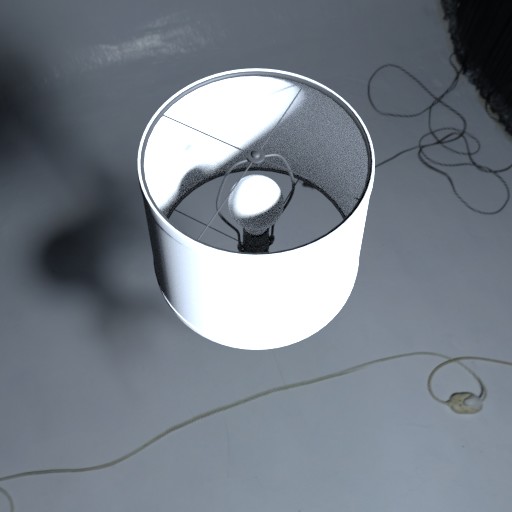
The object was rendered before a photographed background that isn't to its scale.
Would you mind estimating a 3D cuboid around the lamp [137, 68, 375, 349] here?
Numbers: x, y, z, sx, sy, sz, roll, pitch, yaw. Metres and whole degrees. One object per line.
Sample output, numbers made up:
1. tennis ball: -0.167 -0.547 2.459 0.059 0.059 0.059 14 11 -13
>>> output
1. lamp: 0.000 0.000 0.698 0.310 0.501 0.310 0 63 0
